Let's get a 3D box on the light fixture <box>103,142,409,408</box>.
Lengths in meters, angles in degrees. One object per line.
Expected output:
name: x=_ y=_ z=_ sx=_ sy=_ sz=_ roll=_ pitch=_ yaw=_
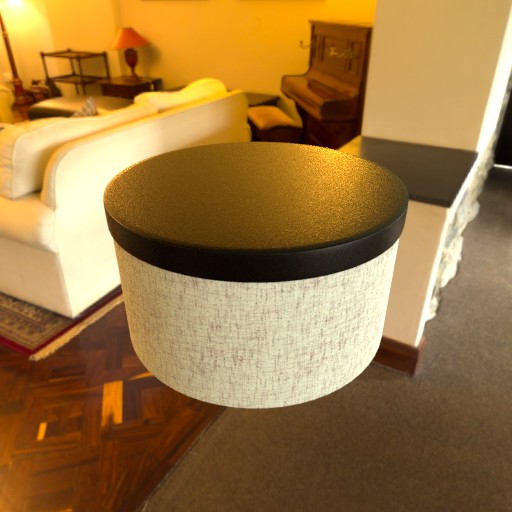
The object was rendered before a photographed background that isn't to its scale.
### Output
light fixture: x=0.000 y=0.000 z=0.644 sx=0.389 sy=0.229 sz=0.389 roll=0 pitch=30 yaw=0
